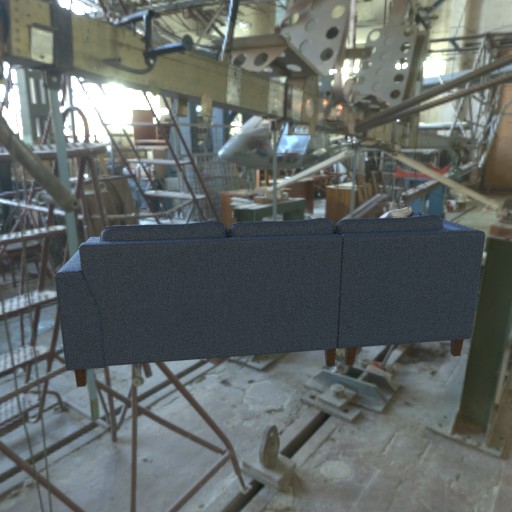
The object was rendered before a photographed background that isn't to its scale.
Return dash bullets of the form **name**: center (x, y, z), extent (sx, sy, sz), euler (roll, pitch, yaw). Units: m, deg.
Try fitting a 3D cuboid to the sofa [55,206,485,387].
- **sofa**: center (0.000, 0.000, 3.067), extent (2.120, 0.787, 1.829), euler (-2, 15, -9)
